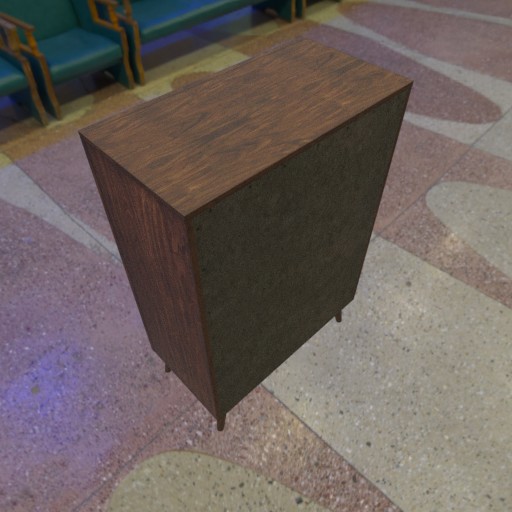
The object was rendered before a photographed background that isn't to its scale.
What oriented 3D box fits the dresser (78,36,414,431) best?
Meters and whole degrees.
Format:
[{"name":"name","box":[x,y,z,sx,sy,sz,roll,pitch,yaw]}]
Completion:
[{"name":"dresser","box":[0.000,0.000,1.828,0.919,1.365,0.498,-35,57,-28]}]
